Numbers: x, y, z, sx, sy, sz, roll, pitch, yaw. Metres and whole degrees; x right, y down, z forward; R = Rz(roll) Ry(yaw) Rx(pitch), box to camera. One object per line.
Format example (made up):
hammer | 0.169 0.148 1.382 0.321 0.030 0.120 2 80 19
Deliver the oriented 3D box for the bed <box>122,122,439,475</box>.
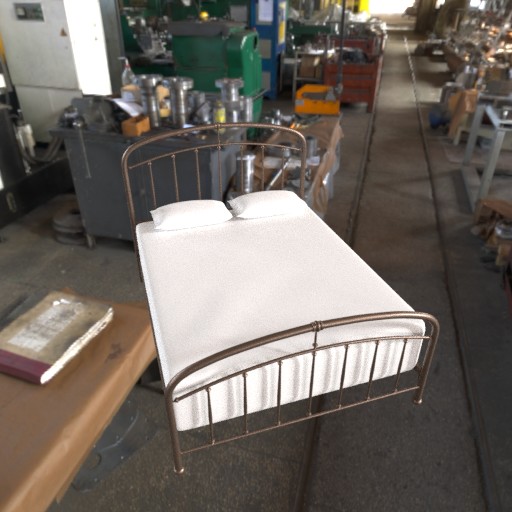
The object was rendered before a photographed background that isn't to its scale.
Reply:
bed | 0.000 0.000 3.323 1.711 1.475 2.168 -10 32 -15
